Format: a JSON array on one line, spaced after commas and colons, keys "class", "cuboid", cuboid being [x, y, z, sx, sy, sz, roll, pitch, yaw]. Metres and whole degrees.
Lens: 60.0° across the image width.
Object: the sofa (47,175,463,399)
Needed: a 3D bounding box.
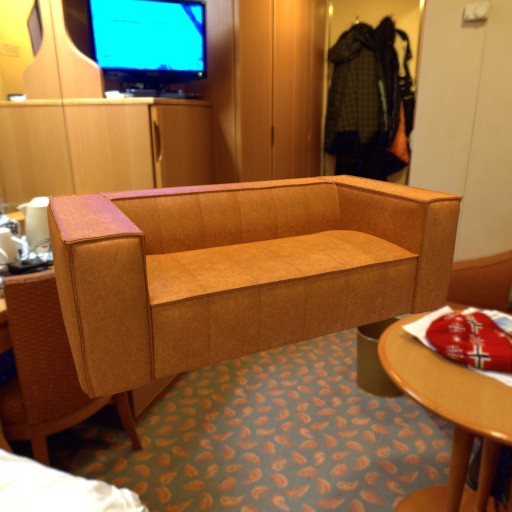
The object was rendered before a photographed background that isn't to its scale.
[{"class": "sofa", "cuboid": [0.000, 0.000, 2.528, 2.088, 0.703, 1.102, -9, 19, -26]}]
